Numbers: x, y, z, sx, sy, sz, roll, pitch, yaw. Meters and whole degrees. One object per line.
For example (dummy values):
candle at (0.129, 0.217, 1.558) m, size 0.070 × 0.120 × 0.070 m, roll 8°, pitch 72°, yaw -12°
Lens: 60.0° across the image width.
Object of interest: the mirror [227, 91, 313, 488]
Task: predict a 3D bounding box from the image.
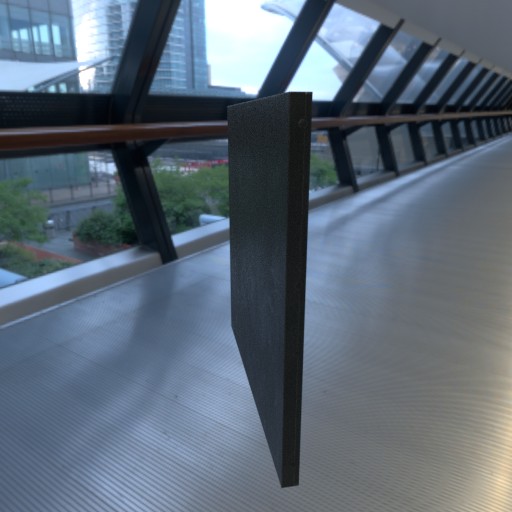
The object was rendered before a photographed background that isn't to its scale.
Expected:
mirror at (0.000, 0.000, 0.578) m, size 0.020 × 0.381 × 0.382 m, roll -3°, pitch 17°, yaw -10°
